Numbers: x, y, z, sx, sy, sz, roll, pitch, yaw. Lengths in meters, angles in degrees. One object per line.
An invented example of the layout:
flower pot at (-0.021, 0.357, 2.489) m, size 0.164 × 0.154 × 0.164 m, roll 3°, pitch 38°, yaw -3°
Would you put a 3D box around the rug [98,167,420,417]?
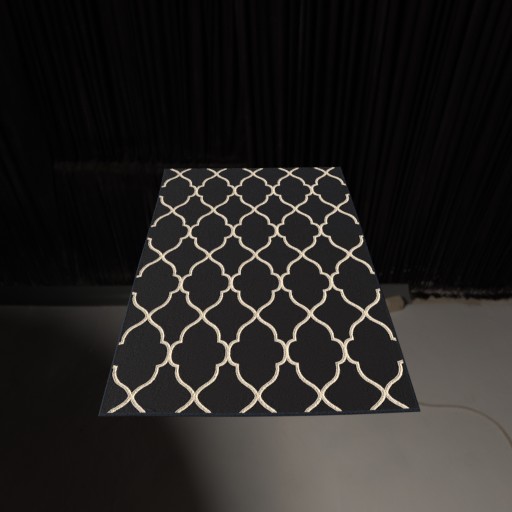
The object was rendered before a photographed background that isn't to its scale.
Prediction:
rug at (0.000, 0.000, 2.944) m, size 1.528 × 0.014 × 2.294 m, roll -1°, pitch 41°, yaw -1°
